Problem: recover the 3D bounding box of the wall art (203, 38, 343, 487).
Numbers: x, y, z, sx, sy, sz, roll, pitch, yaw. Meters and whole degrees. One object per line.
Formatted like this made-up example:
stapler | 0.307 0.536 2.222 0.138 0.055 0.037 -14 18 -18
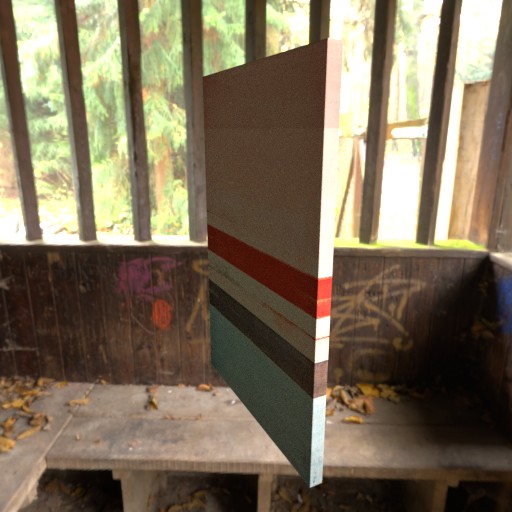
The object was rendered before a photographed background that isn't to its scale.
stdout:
wall art | 0.000 0.000 1.134 0.038 0.914 0.610 -8 17 -25
